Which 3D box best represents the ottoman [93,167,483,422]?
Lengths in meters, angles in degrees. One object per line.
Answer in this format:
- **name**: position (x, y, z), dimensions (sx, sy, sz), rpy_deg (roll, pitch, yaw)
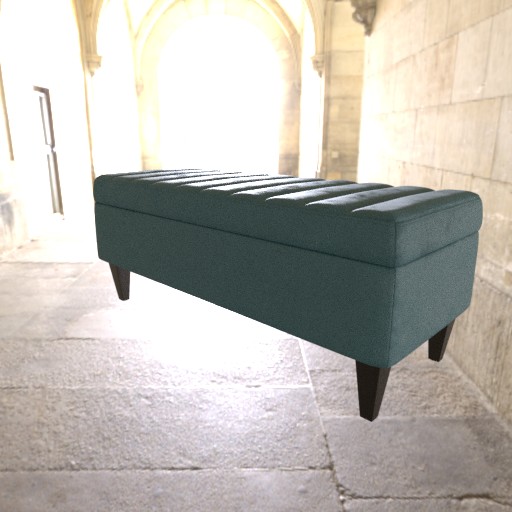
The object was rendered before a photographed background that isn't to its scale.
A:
- **ottoman**: position (0.000, 0.000, 1.376), dimensions (1.151, 0.469, 0.482), rpy_deg (15, 21, 42)
